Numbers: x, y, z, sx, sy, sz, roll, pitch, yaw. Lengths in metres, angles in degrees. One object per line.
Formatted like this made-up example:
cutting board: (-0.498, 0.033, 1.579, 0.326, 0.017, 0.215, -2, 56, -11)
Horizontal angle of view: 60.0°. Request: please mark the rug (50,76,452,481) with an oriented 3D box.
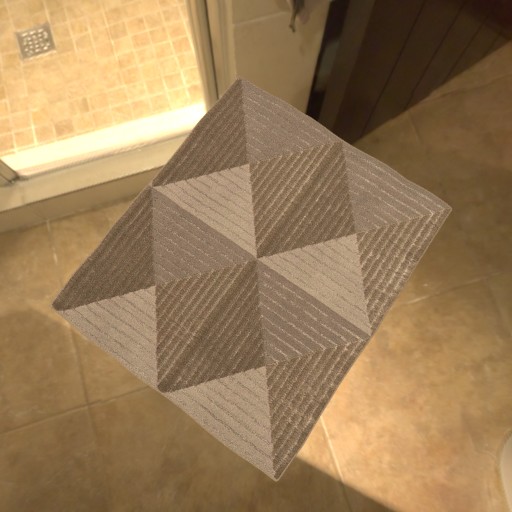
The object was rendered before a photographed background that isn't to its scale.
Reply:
rug: (0.000, 0.000, 0.890, 0.551, 0.008, 0.642, 35, 79, 8)
